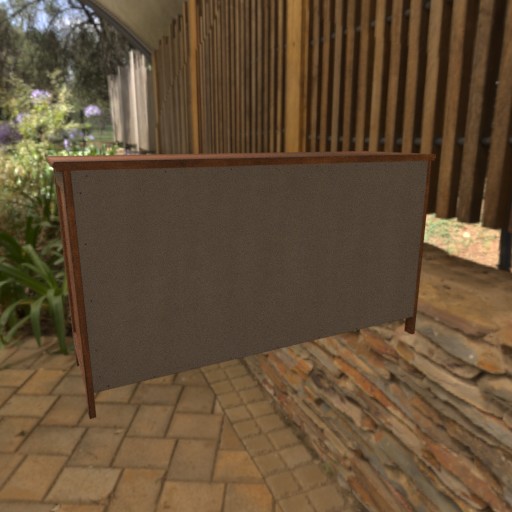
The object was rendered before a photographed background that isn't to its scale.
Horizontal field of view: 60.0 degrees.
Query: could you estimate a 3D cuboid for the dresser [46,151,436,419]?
[{"bbox_3d":[0.000,0.000,1.921,1.551,0.856,0.463,-7,16,-26],"label":"dresser"}]
